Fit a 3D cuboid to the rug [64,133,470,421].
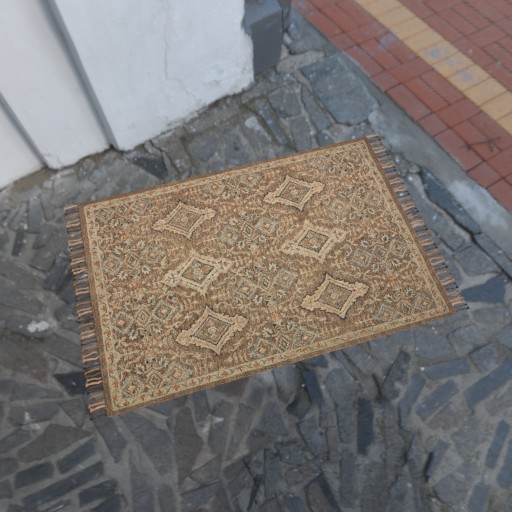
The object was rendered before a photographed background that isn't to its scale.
[{"bbox_3d":[0.000,0.000,3.021,2.434,0.010,1.516,-15,65,-7],"label":"rug"}]
